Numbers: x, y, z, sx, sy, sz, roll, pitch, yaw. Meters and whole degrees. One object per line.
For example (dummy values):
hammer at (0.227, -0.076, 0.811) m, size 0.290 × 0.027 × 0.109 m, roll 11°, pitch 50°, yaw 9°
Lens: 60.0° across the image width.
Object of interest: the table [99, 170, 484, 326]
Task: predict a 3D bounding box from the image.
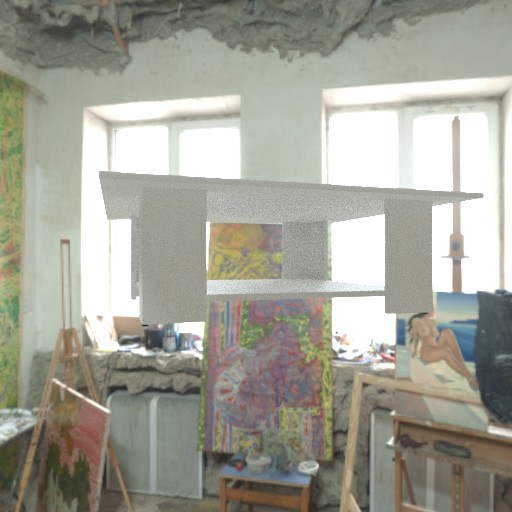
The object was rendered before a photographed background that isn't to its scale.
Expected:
table at (0.000, 0.000, 1.372) m, size 0.890 × 0.305 × 0.890 m, roll 0°, pitch -1°, yaw -18°
